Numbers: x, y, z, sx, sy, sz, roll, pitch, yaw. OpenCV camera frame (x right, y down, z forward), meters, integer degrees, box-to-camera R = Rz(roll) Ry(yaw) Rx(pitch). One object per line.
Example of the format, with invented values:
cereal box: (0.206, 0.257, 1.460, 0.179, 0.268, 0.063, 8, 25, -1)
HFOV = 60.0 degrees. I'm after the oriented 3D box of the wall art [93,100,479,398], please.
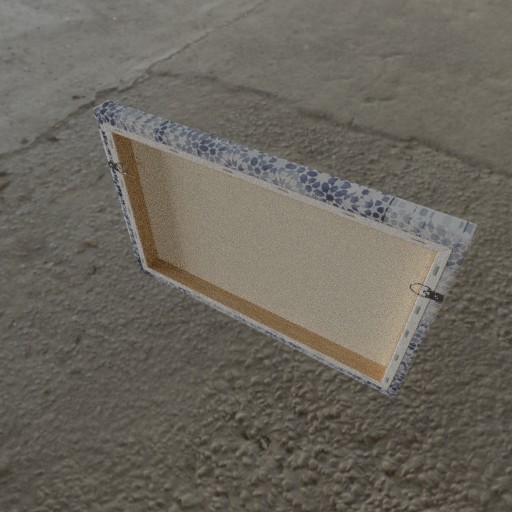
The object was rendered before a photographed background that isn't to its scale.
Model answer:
wall art: (0.000, 0.000, 1.167, 0.911, 0.608, 0.057, 24, 51, 21)
